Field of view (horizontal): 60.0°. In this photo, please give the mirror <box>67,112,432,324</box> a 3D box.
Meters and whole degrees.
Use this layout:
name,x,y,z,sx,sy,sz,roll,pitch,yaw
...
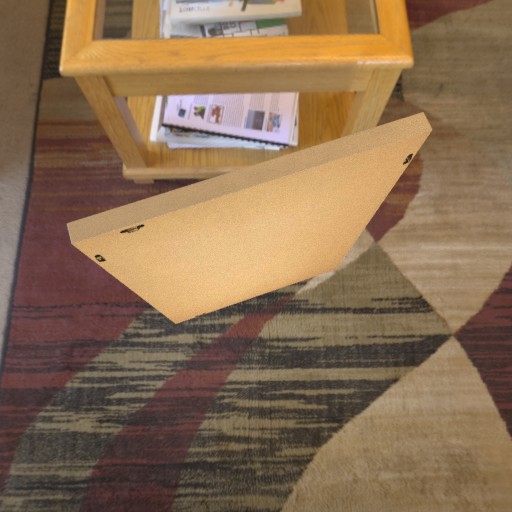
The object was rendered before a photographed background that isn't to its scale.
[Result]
name,x,y,z,sx,sy,sz,roll,pitch,yaw
mirror,0.000,0.000,1.150,0.609,0.915,0.041,-18,75,-5
